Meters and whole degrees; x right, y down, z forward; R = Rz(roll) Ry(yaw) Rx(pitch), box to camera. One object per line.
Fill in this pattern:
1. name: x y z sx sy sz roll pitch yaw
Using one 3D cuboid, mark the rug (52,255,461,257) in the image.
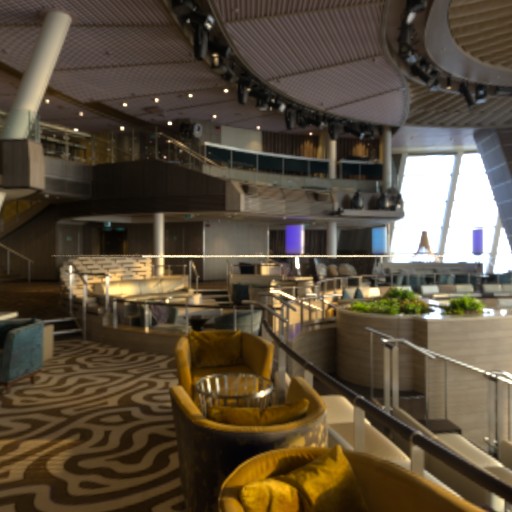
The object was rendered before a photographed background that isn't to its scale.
1. rug: 0.000 0.000 4.482 3.353 0.013 2.438 0 0 -36
